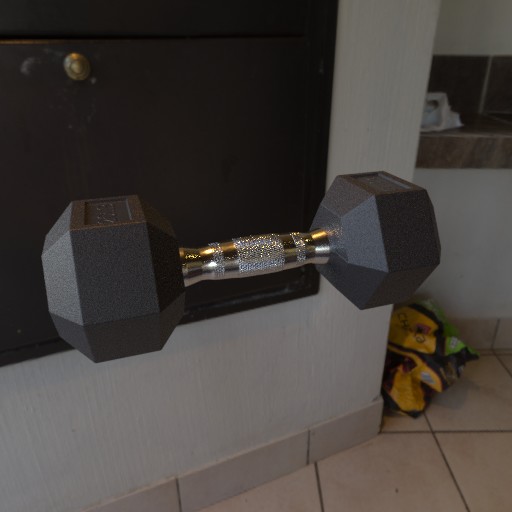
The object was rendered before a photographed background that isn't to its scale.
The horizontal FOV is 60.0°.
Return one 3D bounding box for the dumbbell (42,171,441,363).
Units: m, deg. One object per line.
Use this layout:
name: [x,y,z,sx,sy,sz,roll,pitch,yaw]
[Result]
dumbbell: [0.000,0.000,0.320,0.272,0.092,0.106,-8,27,-17]
